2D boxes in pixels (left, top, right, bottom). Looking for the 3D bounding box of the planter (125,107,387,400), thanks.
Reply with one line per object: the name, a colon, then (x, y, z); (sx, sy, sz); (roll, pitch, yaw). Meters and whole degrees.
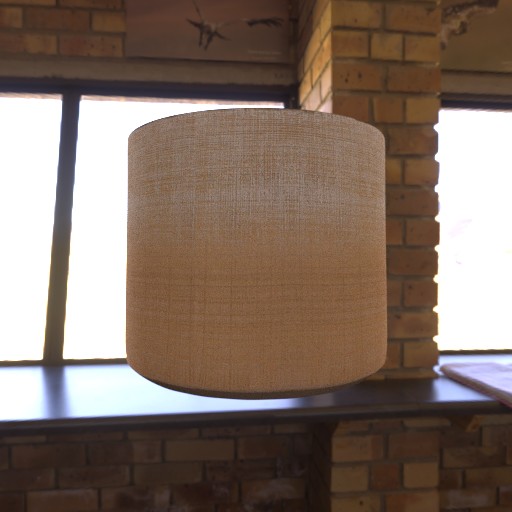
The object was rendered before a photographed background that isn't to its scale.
planter: (0.000, 0.000, 0.446); (0.254, 0.221, 0.254); (0, 1, 0)
